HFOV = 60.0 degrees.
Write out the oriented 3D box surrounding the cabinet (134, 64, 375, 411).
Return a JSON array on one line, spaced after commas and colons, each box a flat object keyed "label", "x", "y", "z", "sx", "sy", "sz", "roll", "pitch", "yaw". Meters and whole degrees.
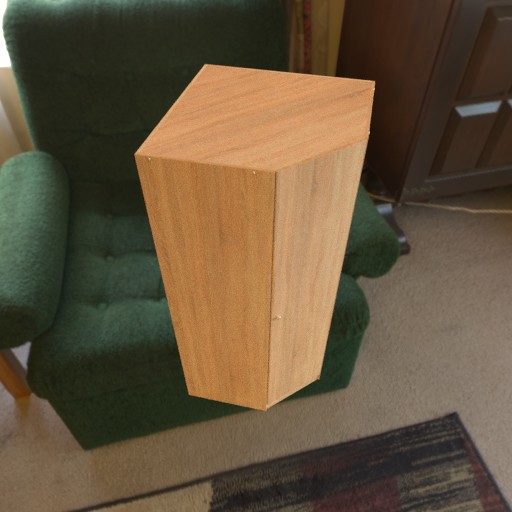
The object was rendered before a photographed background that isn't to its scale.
[{"label": "cabinet", "x": 0.000, "y": 0.000, "z": 2.913, "sx": 1.327, "sy": 2.120, "sz": 1.094, "roll": -24, "pitch": 50, "yaw": -21}]
